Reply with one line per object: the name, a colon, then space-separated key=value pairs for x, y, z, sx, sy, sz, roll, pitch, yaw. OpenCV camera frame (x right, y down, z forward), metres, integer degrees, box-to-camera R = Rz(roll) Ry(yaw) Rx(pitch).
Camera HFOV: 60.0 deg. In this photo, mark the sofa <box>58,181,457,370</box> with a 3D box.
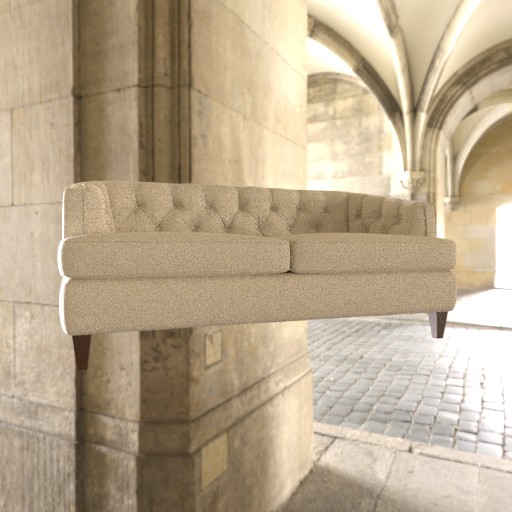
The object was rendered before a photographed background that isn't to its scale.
sofa: x=0.000 y=0.000 z=2.212 sx=1.733 sy=0.855 sz=0.941 roll=-1 pitch=1 yaw=-20
